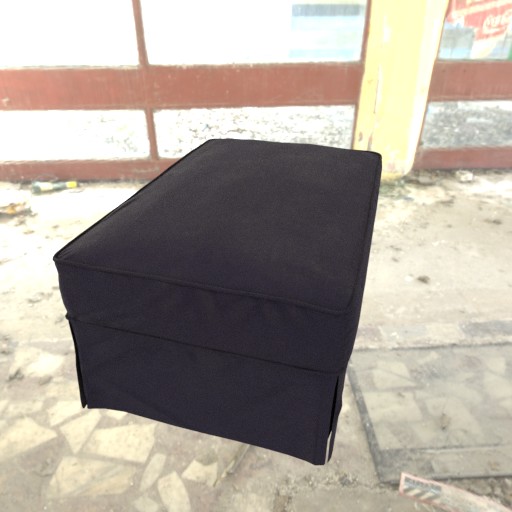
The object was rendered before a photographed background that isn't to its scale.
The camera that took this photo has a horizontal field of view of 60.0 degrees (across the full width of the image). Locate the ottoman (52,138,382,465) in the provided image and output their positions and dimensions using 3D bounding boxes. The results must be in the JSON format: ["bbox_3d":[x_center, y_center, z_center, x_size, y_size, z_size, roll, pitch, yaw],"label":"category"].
[{"bbox_3d":[0.000,0.000,1.297,0.637,0.503,0.938,9,32,14],"label":"ottoman"}]
